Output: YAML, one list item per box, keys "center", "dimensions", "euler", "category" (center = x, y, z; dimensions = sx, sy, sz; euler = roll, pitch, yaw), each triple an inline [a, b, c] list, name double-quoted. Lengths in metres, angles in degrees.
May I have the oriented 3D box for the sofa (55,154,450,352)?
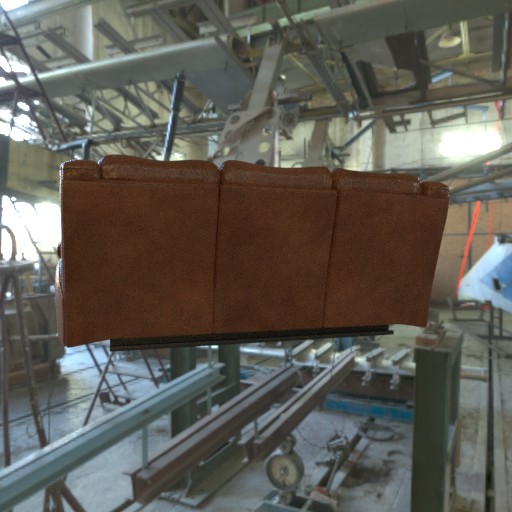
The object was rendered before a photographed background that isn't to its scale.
- center: [0.000, 0.000, 2.847]
  dimensions: [2.337, 1.043, 0.991]
  euler: [0, 0, -18]
  category: "sofa"
